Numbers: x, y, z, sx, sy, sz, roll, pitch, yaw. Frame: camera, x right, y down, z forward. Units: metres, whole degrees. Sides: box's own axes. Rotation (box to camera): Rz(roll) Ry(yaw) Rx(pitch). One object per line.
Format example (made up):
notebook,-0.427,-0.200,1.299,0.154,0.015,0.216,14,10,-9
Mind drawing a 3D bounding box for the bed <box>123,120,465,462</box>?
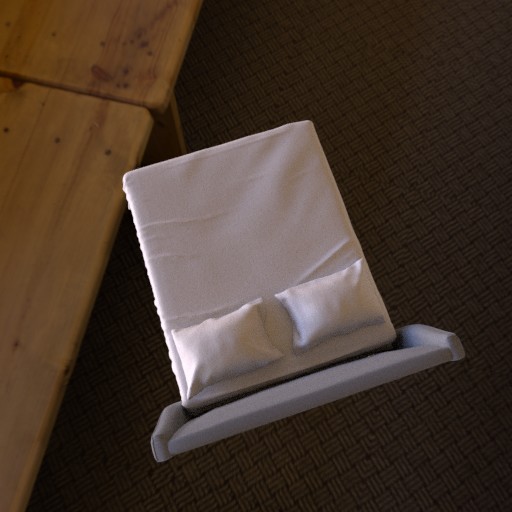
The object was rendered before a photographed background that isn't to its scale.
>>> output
bed,0.000,0.000,3.440,1.925,1.332,2.276,-17,76,-4
